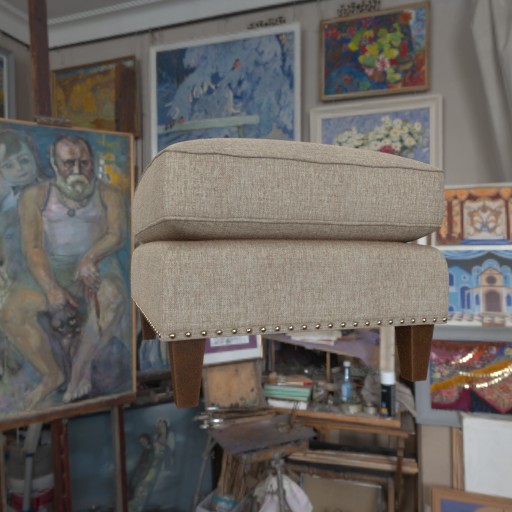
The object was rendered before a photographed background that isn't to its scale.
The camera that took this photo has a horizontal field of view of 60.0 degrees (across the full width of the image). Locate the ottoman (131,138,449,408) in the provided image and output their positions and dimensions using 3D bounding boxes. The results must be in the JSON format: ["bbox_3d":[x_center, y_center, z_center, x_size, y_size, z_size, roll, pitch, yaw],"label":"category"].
[{"bbox_3d":[0.000,0.000,1.146,0.584,0.513,0.741,0,0,-19],"label":"ottoman"}]
